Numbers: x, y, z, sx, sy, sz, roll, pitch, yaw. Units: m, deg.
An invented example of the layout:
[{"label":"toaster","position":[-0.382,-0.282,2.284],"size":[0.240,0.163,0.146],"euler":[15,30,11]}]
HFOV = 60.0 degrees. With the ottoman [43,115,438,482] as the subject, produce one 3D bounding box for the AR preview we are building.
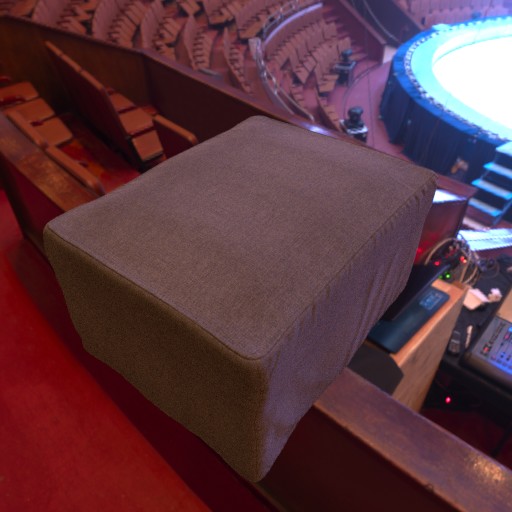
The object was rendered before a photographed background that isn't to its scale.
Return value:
[{"label":"ottoman","position":[0.000,0.000,1.226],"size":[0.652,0.492,0.833],"euler":[26,47,28]}]
